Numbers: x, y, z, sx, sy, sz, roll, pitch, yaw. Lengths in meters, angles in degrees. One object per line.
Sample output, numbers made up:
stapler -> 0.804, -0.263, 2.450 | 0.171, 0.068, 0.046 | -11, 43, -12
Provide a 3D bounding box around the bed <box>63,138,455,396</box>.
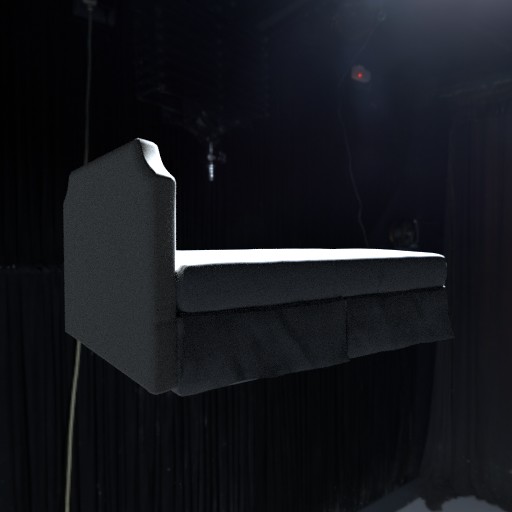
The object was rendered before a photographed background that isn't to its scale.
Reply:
bed -> 0.000, 0.000, 3.533 | 2.498, 1.293, 1.977 | -1, 3, -36
